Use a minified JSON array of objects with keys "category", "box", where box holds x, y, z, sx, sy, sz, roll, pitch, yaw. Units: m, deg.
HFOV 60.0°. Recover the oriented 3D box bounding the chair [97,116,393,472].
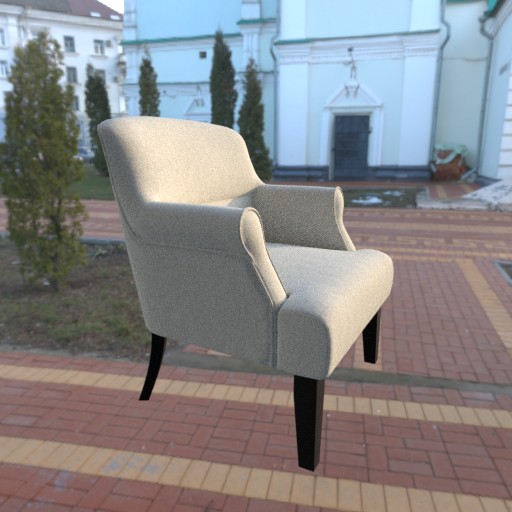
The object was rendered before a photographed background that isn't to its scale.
[{"category":"chair","box":[0.000,0.000,1.436,0.750,0.875,0.781,7,15,27]}]
